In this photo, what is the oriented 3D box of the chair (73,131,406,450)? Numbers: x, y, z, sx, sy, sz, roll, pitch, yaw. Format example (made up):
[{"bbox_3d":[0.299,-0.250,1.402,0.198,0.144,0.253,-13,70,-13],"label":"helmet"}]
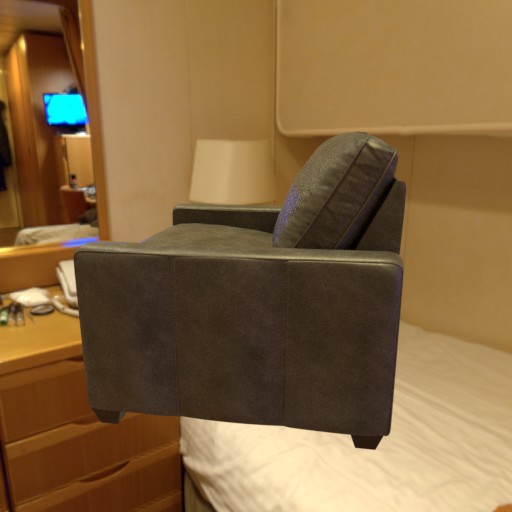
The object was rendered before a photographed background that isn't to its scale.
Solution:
[{"bbox_3d":[0.000,0.000,1.703,0.939,0.916,1.006,2,15,9],"label":"chair"}]
